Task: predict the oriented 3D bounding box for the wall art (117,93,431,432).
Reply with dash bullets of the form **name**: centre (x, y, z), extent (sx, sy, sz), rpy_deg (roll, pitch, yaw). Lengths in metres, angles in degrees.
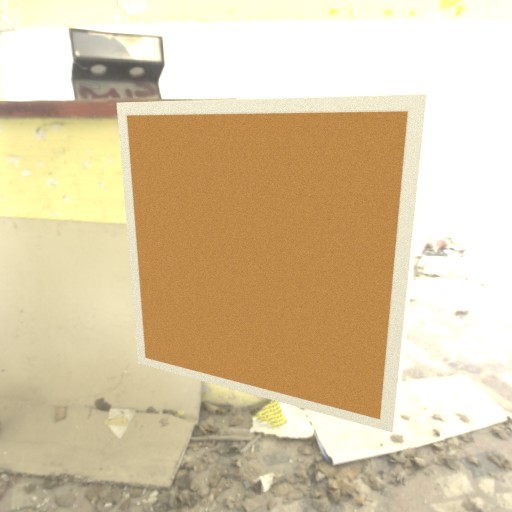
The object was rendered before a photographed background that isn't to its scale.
- **wall art**: centre (0.000, 0.000, 0.459), extent (0.305, 0.305, 0.037), rpy_deg (7, 18, 24)
